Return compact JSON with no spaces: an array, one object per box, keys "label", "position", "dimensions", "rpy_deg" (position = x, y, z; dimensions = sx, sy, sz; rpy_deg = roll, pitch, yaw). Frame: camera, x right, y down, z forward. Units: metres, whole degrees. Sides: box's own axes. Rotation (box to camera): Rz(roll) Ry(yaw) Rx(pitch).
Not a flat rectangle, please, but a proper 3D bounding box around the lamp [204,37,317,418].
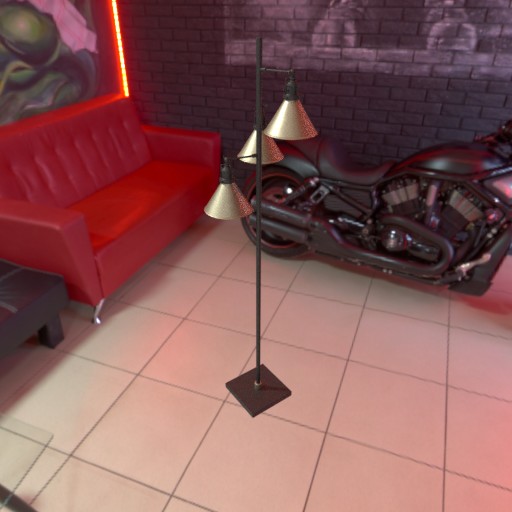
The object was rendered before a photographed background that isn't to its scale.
[{"label":"lamp","position":[0.000,0.000,1.936],"dimensions":[0.415,1.716,0.428],"rpy_deg":[-20,36,-31]}]
